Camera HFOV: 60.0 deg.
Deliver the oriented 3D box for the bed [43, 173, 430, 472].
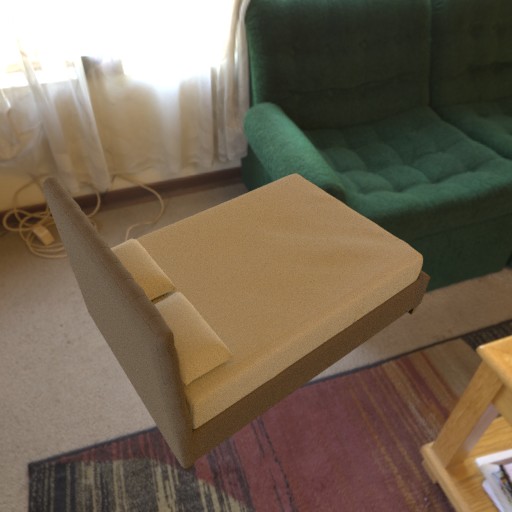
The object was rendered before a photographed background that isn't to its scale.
[{"bbox_3d":[0.000,0.000,3.460,2.387,1.427,1.698,-26,48,-26],"label":"bed"}]
